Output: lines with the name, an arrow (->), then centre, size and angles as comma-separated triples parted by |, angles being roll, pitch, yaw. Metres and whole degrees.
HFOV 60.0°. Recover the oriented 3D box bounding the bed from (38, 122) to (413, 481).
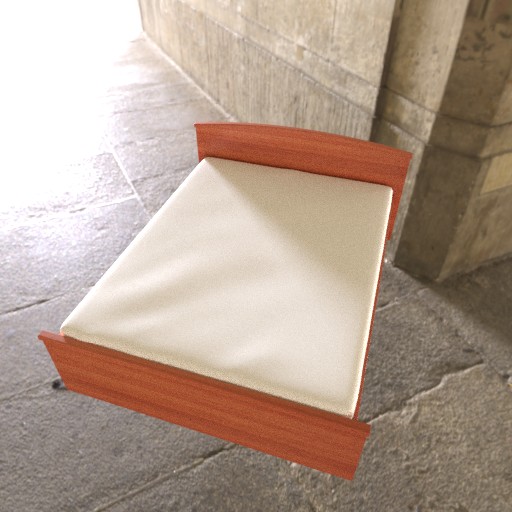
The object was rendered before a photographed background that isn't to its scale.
bed -> 0.000, 0.000, 2.855 | 1.683, 0.848, 2.053 | 12, 42, 14
